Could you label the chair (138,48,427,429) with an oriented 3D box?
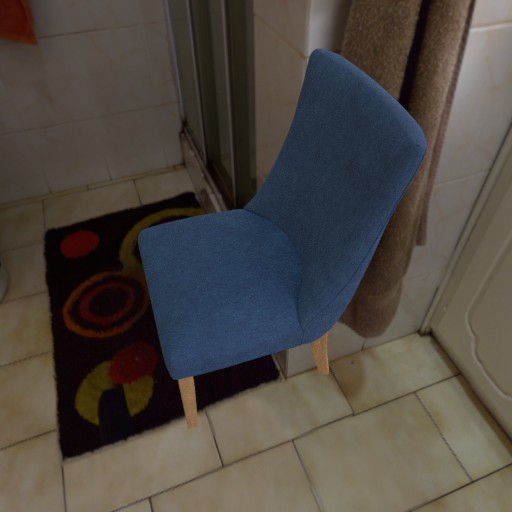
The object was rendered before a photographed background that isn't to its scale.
[{"bbox_3d":[0.000,0.000,1.231,0.609,0.902,0.495,-14,48,-13],"label":"chair"}]
